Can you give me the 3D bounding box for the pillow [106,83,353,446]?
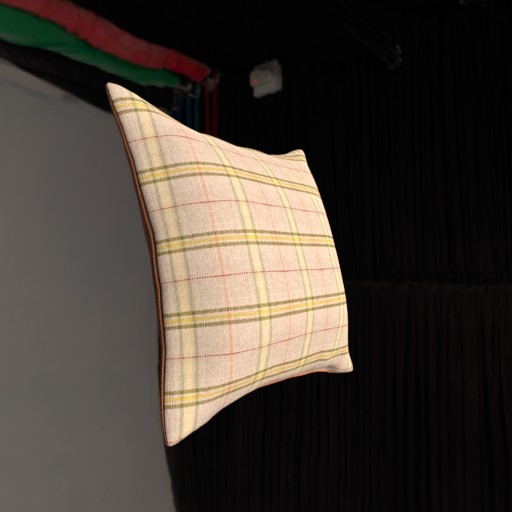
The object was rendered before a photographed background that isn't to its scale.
[{"bbox_3d":[0.000,0.000,0.688,0.200,0.430,0.453,0,0,38],"label":"pillow"}]
